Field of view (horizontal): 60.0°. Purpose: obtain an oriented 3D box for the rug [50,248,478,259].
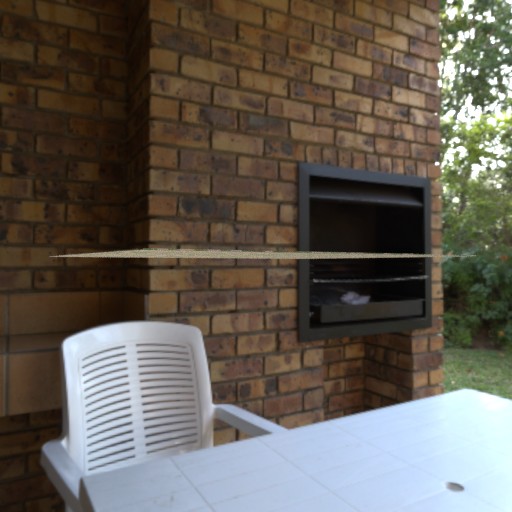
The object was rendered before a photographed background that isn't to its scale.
[{"bbox_3d":[0.000,0.000,4.012,3.045,0.007,2.436,1,-1,-35],"label":"rug"}]
